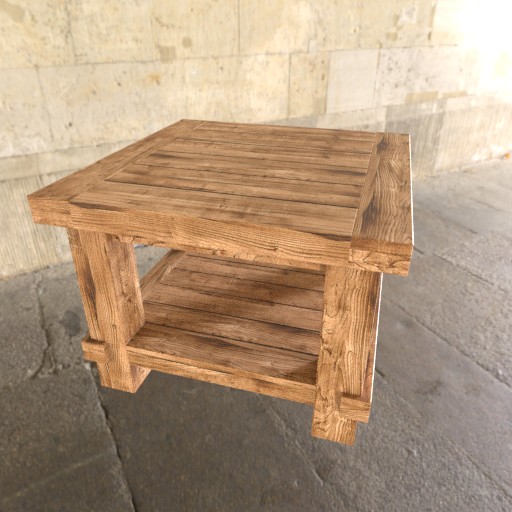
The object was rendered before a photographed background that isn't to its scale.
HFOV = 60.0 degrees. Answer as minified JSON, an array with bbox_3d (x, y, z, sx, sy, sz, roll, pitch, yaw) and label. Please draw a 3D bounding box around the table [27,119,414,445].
[{"bbox_3d":[0.000,0.000,1.021,0.610,0.457,0.610,8,30,14],"label":"table"}]
